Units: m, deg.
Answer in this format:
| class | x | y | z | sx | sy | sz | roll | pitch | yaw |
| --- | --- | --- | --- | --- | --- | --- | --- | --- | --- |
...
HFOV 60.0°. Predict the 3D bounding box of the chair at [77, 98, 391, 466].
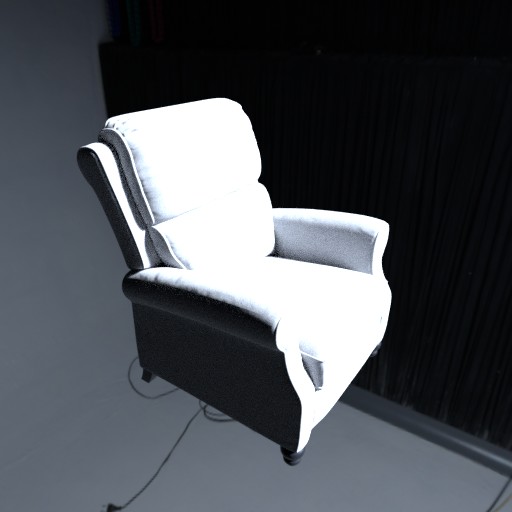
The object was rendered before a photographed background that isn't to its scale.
| class | x | y | z | sx | sy | sz | roll | pitch | yaw |
| --- | --- | --- | --- | --- | --- | --- | --- | --- | --- |
| chair | 0.000 | 0.000 | 1.705 | 0.919 | 1.046 | 0.859 | 18 | 32 | 31 |
